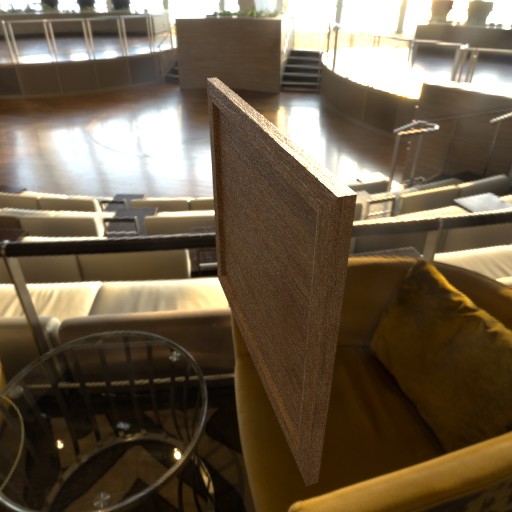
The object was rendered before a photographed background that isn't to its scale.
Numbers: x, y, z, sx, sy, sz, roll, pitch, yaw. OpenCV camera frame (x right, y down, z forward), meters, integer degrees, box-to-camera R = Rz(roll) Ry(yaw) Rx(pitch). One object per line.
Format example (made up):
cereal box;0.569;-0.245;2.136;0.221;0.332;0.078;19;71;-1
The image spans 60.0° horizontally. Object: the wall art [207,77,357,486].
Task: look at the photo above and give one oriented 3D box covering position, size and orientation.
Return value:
wall art;0.000;0.000;0.942;0.026;0.588;0.690;-10;34;-15
